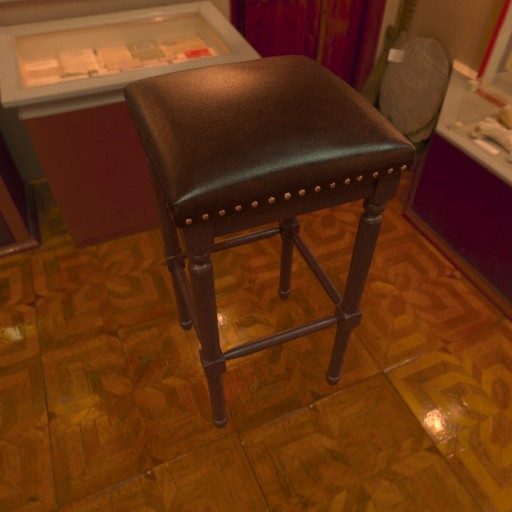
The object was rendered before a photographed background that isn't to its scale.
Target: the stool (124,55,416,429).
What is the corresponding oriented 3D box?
[{"bbox_3d":[0.000,0.000,0.976,0.382,0.768,0.383,-16,47,-15],"label":"stool"}]
